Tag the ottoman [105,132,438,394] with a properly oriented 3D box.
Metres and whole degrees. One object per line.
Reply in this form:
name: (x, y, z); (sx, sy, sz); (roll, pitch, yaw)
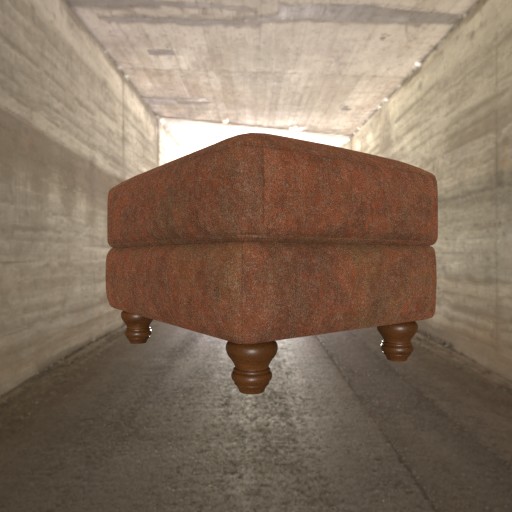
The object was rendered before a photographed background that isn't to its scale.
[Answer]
ottoman: (0.000, 0.000, 1.196); (0.635, 0.508, 0.787); (0, 0, -36)
